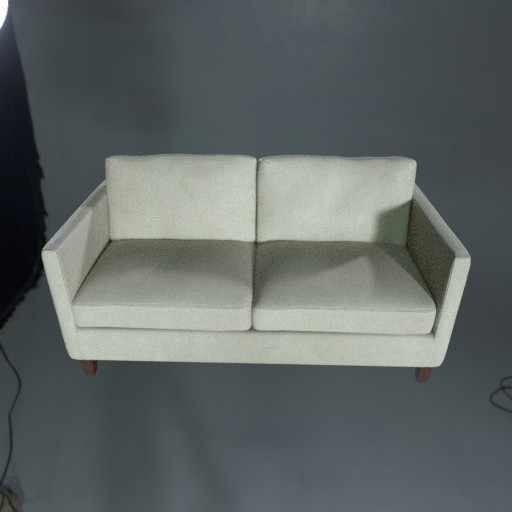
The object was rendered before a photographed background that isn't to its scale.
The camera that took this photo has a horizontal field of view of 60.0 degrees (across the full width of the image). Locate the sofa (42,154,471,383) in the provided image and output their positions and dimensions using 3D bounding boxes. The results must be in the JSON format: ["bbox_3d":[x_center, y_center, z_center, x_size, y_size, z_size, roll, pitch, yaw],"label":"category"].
[{"bbox_3d":[0.000,0.000,2.368,1.846,0.940,0.950,1,30,2],"label":"sofa"}]
